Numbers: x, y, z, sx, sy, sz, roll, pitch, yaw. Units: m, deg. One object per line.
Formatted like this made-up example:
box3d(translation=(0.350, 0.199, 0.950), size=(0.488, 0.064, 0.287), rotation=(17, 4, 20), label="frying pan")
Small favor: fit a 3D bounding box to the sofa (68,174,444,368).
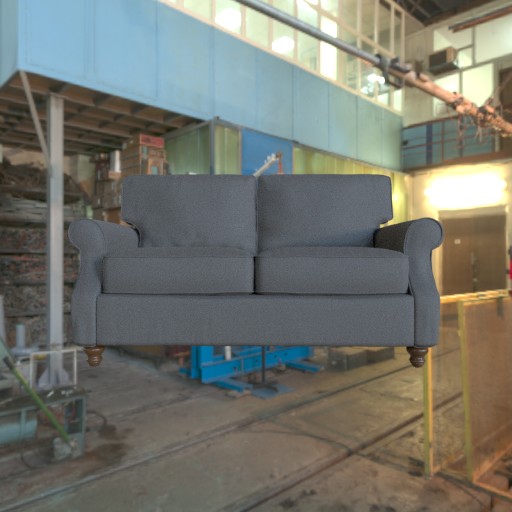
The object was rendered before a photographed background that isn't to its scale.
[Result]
box3d(translation=(0.000, 0.000, 2.269), size=(1.665, 0.937, 0.964), rotation=(0, 0, 1), label="sofa")
